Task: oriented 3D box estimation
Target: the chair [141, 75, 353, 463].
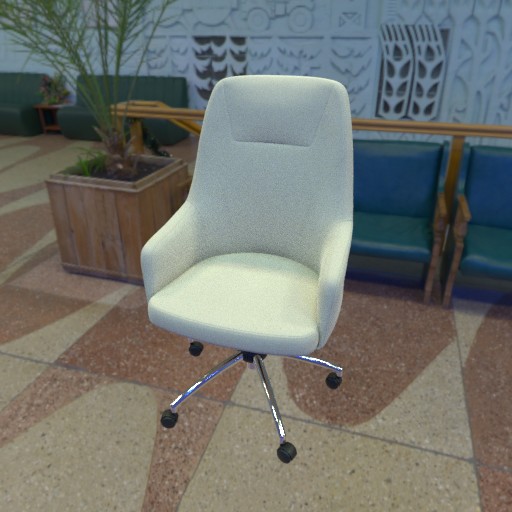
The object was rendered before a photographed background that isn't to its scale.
[{"bbox_3d":[0.000,0.000,1.437,0.620,1.049,0.640,9,28,17],"label":"chair"}]
